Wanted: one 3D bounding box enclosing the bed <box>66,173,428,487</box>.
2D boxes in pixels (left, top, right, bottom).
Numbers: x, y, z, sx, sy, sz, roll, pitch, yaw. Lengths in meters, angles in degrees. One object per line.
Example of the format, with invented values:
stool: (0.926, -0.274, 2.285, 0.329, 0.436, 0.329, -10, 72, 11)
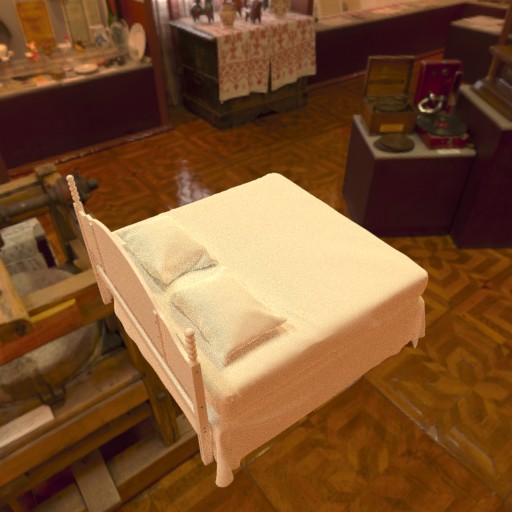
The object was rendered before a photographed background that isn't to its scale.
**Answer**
bed: (0.000, 0.000, 3.671, 2.219, 1.355, 2.322, -25, 46, -26)
